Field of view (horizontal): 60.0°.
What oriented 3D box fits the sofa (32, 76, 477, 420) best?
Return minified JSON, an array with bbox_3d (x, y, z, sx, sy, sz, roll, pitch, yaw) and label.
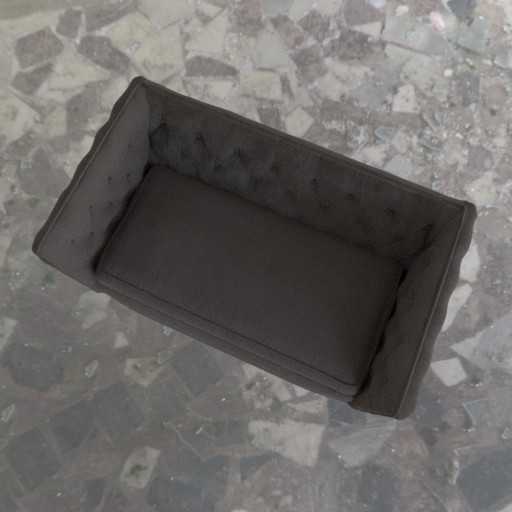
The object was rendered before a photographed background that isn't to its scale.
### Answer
[{"bbox_3d":[0.000,0.000,2.080,1.583,0.810,0.909,23,75,6],"label":"sofa"}]
